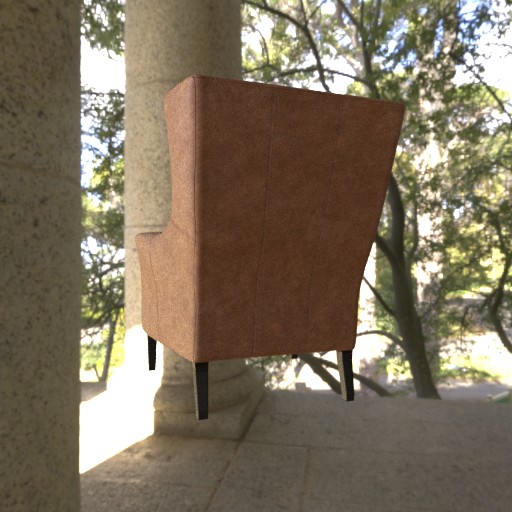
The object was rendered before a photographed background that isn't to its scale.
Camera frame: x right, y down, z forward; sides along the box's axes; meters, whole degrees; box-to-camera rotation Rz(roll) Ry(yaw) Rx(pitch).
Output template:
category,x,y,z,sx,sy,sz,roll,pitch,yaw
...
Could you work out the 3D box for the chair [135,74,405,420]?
category,x,y,z,sx,sy,sz,roll,pitch,yaw
chair,0.000,0.000,1.698,0.853,1.016,0.926,0,0,-20
